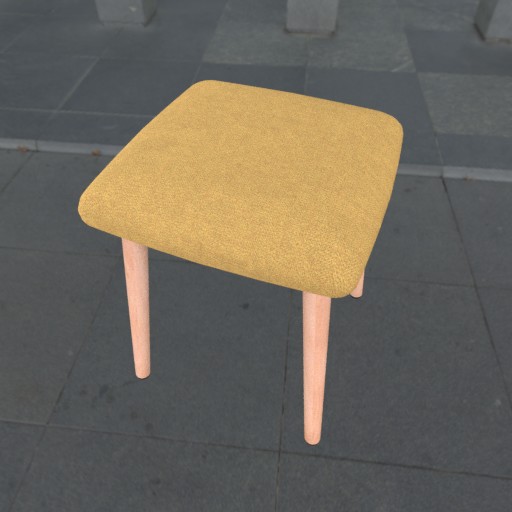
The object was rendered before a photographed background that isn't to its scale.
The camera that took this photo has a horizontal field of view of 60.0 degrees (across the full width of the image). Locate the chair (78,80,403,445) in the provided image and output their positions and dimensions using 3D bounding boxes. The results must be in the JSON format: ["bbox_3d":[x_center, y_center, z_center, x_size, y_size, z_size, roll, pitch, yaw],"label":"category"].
[{"bbox_3d":[0.000,0.000,0.708,0.350,0.440,0.350,16,49,14],"label":"chair"}]
